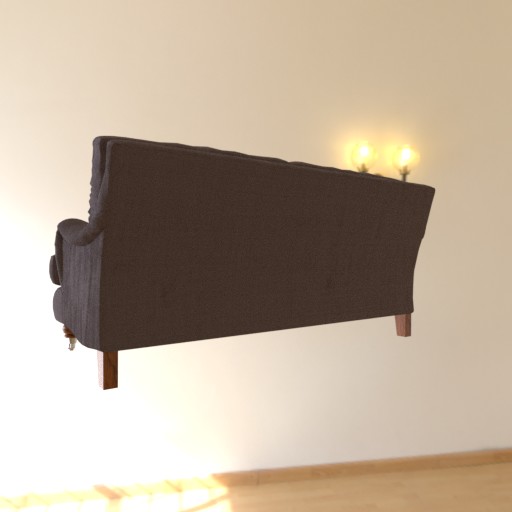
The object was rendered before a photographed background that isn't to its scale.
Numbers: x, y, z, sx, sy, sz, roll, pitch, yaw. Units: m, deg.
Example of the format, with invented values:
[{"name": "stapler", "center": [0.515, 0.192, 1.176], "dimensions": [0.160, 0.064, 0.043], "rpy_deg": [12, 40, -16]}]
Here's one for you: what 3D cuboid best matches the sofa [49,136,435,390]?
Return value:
[{"name": "sofa", "center": [0.000, 0.000, 2.698], "dimensions": [2.165, 1.087, 1.086], "rpy_deg": [0, 0, -35]}]
